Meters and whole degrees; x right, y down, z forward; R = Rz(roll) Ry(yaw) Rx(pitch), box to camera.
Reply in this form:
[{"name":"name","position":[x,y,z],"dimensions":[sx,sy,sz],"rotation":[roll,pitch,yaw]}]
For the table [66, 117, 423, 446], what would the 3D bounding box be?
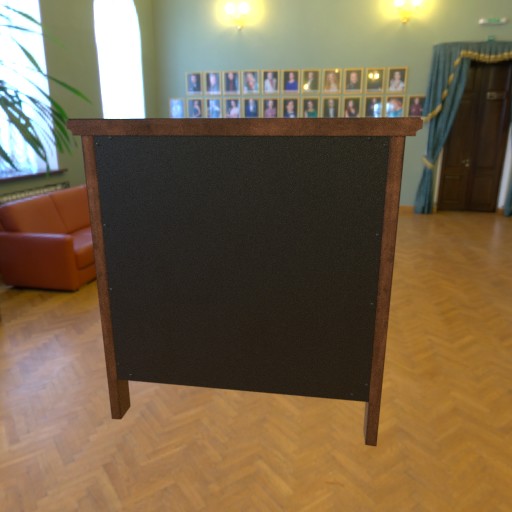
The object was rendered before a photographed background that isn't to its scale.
[{"name":"table","position":[0.000,0.000,1.014],"dimensions":[0.586,0.597,0.461],"rotation":[2,16,9]}]
